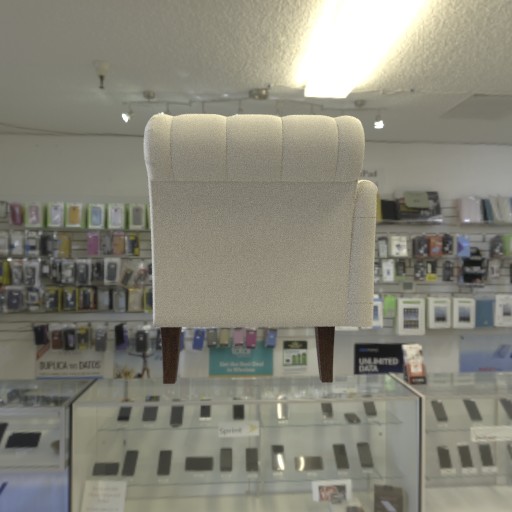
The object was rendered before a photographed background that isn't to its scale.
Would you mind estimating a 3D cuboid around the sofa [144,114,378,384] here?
[{"bbox_3d":[0.000,0.000,1.849,0.675,0.787,1.379,0,0,-2],"label":"sofa"}]
